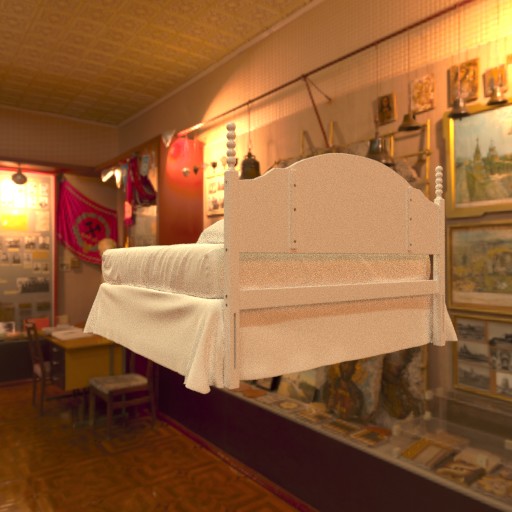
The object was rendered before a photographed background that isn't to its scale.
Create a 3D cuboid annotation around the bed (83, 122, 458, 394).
[{"bbox_3d":[0.000,0.000,3.667,2.322,1.355,2.219,0,0,-36],"label":"bed"}]
